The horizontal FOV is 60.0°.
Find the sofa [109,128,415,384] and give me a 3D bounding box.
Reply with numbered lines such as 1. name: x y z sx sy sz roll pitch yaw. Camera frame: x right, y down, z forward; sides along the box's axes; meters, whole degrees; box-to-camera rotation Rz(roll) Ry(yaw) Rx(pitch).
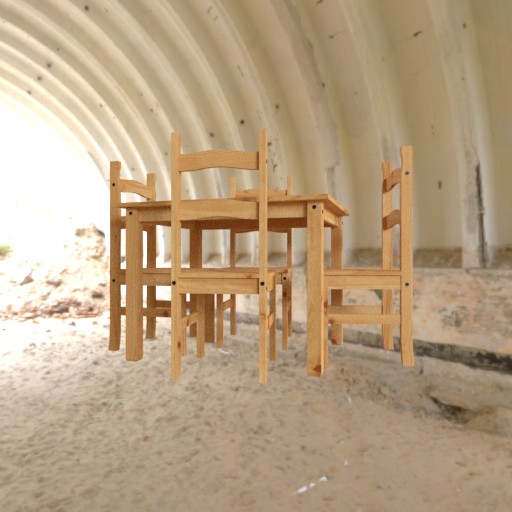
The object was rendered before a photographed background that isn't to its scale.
1. sofa: 0.000 0.000 2.273 1.529 1.000 1.144 0 0 18
